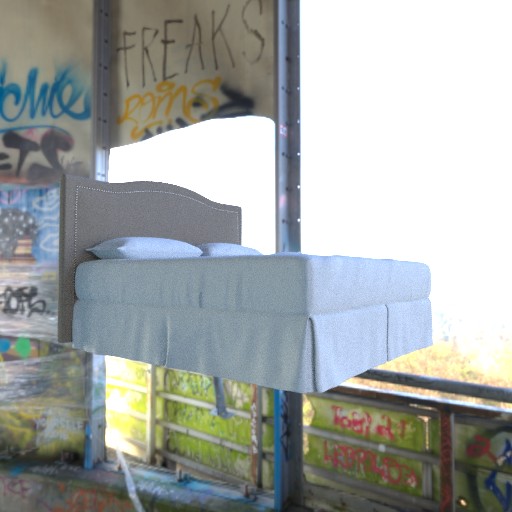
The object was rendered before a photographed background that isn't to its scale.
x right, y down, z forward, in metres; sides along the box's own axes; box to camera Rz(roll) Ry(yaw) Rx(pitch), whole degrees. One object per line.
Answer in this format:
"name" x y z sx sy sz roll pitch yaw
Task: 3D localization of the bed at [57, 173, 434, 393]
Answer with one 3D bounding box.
"bed" 0.000 0.000 3.496 2.182 1.421 2.083 -2 -3 38
